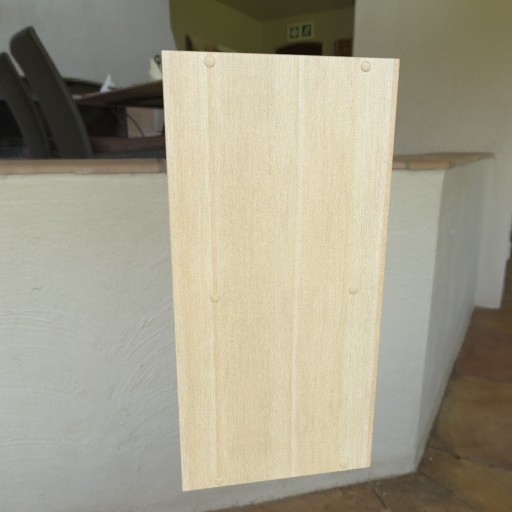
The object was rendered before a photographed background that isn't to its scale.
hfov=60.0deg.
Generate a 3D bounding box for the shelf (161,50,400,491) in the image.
[{"bbox_3d":[0.000,0.000,0.792,0.290,0.592,0.414,-2,14,-10],"label":"shelf"}]
